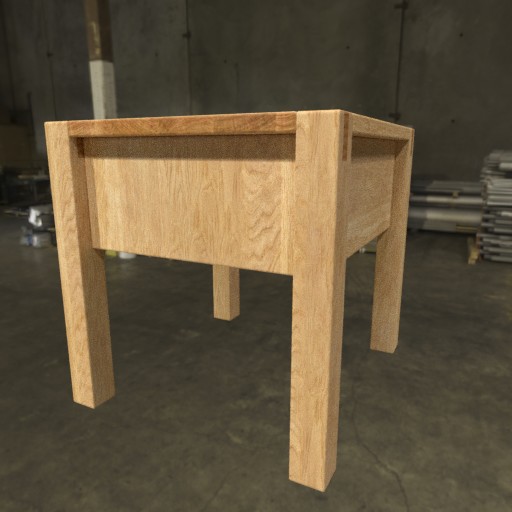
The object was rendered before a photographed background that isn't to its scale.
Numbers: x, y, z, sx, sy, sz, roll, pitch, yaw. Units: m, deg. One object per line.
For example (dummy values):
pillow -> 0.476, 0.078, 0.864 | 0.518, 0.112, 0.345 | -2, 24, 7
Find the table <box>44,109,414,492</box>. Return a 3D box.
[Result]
table -> 0.000, 0.000, 0.798 | 0.440, 0.450, 0.480 | 7, 15, 27
